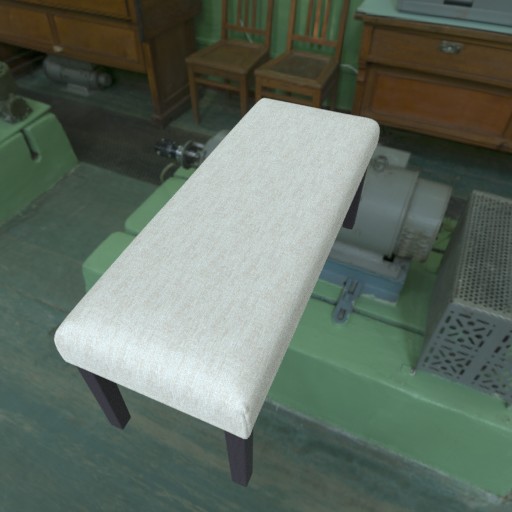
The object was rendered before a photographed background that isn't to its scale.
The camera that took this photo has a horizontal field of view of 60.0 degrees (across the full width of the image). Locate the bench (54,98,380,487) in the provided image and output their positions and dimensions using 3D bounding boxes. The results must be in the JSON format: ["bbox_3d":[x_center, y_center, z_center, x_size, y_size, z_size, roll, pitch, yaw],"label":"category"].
[{"bbox_3d":[0.000,0.000,1.221,0.407,0.456,1.013,17,48,16],"label":"bench"}]
